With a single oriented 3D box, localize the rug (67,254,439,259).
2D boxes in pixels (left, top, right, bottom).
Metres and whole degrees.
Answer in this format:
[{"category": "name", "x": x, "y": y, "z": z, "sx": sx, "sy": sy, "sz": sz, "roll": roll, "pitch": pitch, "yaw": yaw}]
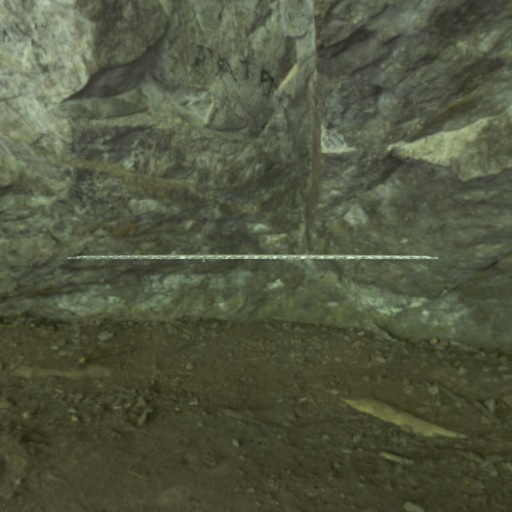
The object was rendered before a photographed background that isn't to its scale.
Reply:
[{"category": "rug", "x": 0.000, "y": 0.000, "z": 3.064, "sx": 1.548, "sy": 0.013, "sz": 2.486, "roll": 0, "pitch": 0, "yaw": 1}]
